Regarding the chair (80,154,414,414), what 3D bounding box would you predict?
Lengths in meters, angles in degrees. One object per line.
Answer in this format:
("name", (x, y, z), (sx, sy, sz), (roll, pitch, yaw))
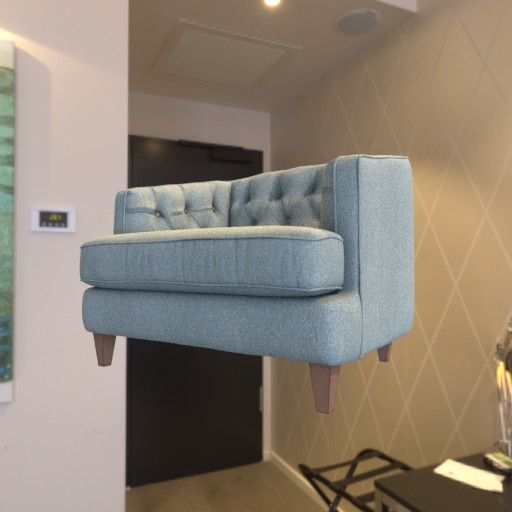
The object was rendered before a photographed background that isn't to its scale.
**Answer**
("chair", (0.000, 0.000, 1.747), (1.094, 0.852, 0.945), (-1, -2, 35))
